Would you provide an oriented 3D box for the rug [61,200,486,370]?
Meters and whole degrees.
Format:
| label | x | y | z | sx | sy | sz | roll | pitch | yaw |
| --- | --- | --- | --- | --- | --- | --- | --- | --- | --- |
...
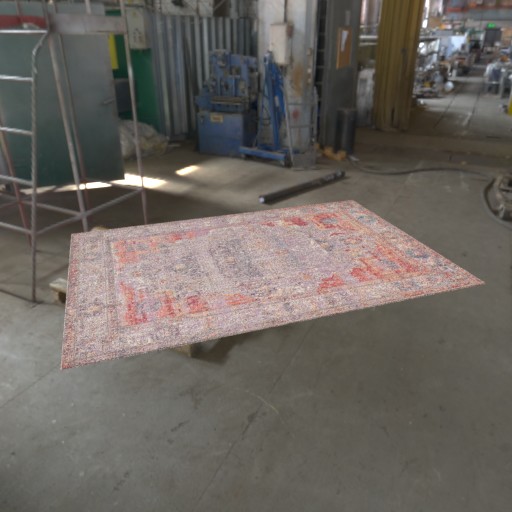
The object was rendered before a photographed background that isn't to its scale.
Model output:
| label | x | y | z | sx | sy | sz | roll | pitch | yaw |
| --- | --- | --- | --- | --- | --- | --- | --- | --- | --- |
| rug | 0.000 | 0.000 | 2.298 | 1.829 | 0.005 | 1.219 | -9 | 28 | -17 |
